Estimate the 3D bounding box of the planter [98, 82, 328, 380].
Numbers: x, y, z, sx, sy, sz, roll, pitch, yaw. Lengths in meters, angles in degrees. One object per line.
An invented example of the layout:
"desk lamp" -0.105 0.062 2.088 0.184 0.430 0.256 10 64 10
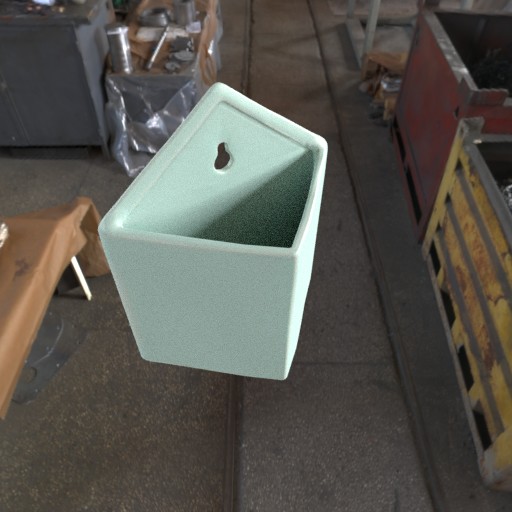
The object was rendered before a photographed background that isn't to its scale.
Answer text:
"planter" 0.000 0.000 0.282 0.164 0.197 0.079 -25 51 -22
